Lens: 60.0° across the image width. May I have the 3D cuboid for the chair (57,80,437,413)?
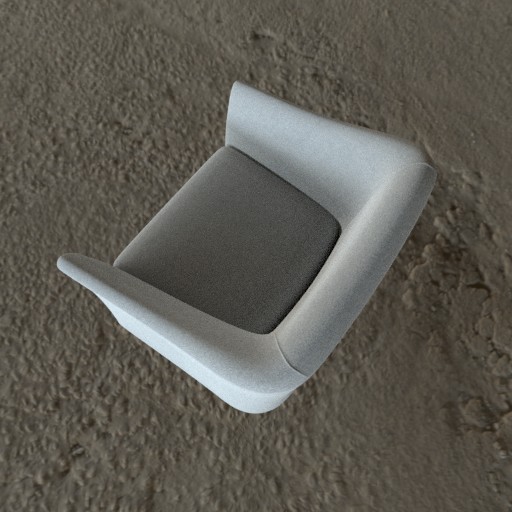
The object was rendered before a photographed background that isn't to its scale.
[{"bbox_3d":[0.000,0.000,1.353,0.700,0.720,0.790,32,68,15],"label":"chair"}]
